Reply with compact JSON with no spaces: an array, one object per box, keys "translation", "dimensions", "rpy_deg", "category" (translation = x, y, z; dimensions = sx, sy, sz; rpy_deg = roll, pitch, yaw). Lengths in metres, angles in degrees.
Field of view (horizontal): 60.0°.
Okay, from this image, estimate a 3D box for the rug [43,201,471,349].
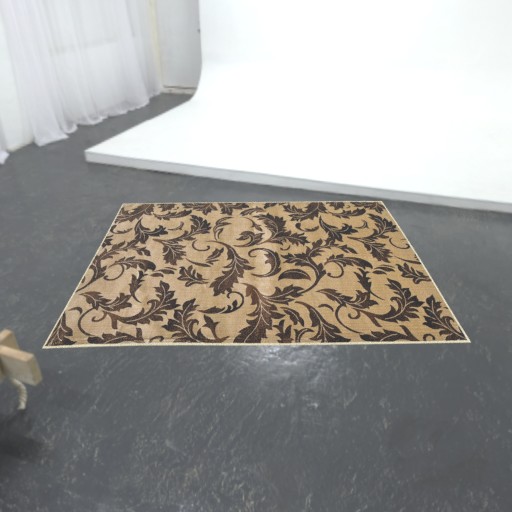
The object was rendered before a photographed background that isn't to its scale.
[{"translation":[0.000,0.000,4.068],"dimensions":[2.977,0.008,2.380],"rpy_deg":[-1,31,-1],"category":"rug"}]
